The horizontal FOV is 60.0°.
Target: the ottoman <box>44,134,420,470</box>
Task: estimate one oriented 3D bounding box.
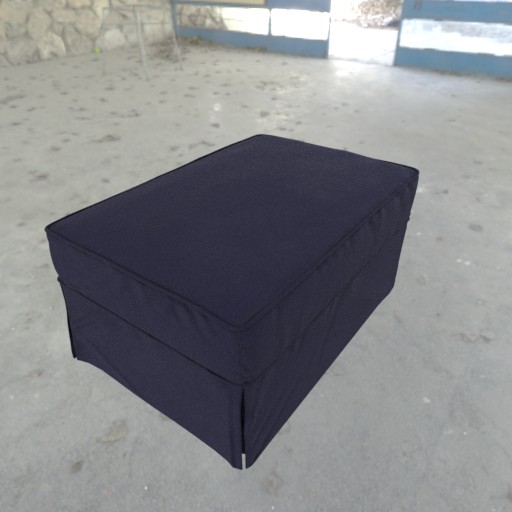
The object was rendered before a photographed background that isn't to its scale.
[{"bbox_3d":[0.000,0.000,1.322,0.637,0.503,0.938,22,39,30],"label":"ottoman"}]
